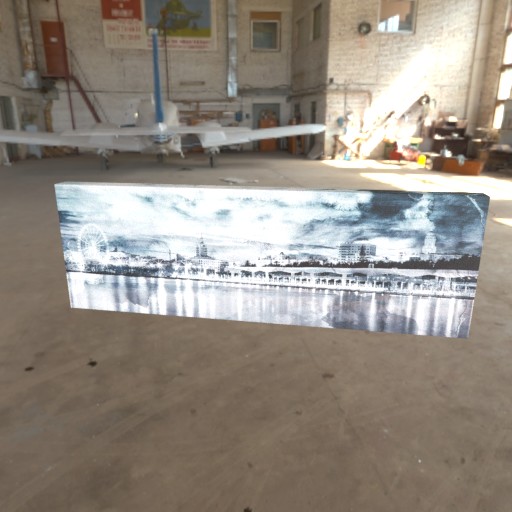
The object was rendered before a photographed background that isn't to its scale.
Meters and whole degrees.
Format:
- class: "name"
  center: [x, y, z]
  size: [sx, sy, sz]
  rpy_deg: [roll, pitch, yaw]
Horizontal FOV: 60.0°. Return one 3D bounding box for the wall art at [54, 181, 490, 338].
- class: "wall art"
  center: [0.000, 0.000, 0.818]
  size: [0.759, 0.251, 0.037]
  rpy_deg: [3, 18, 10]
